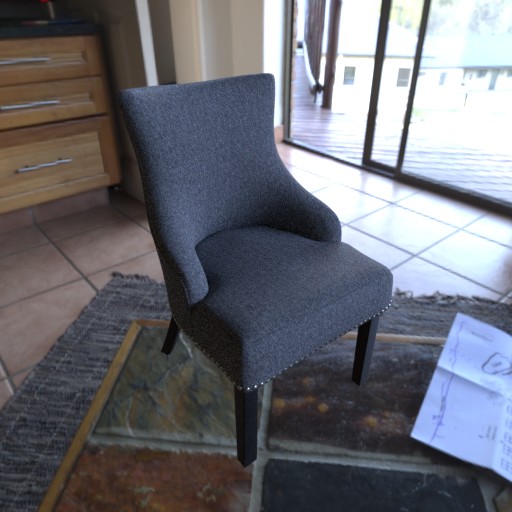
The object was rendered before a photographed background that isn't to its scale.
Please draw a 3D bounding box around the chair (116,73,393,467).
[{"bbox_3d":[0.000,0.000,1.295,0.566,0.909,0.629,-22,37,-32],"label":"chair"}]
